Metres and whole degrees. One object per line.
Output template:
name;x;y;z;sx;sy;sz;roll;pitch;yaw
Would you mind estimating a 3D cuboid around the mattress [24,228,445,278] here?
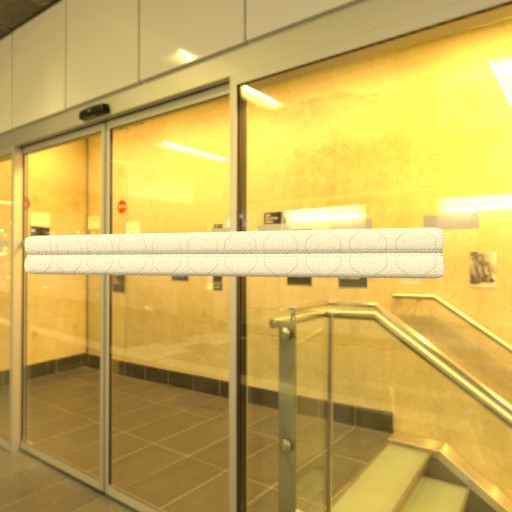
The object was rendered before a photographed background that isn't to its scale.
mattress;0.000;0.000;2.742;2.000;0.200;1.600;0;-1;17
